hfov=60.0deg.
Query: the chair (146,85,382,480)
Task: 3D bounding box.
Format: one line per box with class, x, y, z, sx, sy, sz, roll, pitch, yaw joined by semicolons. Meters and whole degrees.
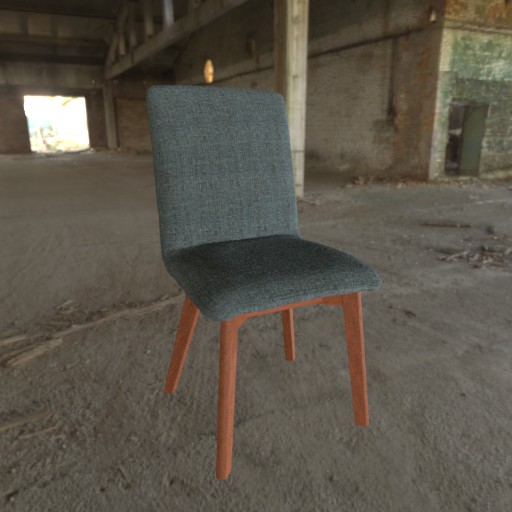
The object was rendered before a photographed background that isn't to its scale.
chair;0.000;0.000;1.310;0.522;0.974;0.563;-8;18;-26
